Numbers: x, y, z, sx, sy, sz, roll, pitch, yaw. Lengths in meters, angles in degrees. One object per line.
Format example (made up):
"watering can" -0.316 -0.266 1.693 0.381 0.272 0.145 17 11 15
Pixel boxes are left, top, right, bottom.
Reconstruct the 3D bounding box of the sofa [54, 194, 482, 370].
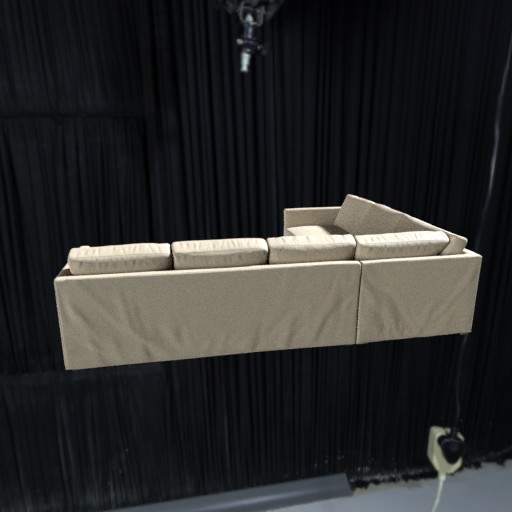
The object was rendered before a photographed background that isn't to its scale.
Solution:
"sofa" 0.000 0.000 4.392 3.182 0.871 2.432 -3 16 -10
